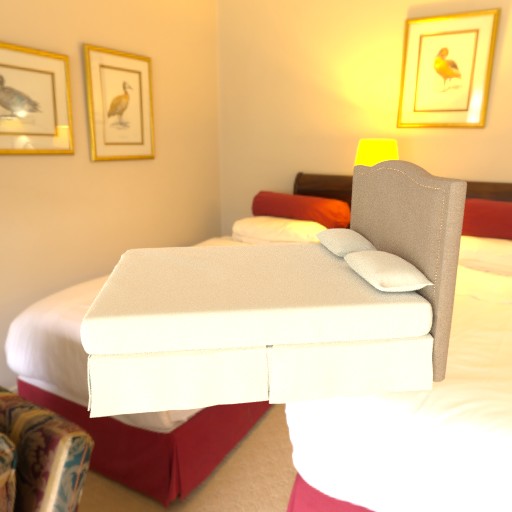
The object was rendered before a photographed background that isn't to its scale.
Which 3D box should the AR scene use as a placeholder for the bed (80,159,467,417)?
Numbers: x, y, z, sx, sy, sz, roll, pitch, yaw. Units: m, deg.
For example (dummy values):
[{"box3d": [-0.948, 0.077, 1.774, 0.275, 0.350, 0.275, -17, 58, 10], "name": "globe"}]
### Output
[{"box3d": [0.000, 0.000, 3.416, 2.282, 1.436, 1.821, -2, 15, -7], "name": "bed"}]
